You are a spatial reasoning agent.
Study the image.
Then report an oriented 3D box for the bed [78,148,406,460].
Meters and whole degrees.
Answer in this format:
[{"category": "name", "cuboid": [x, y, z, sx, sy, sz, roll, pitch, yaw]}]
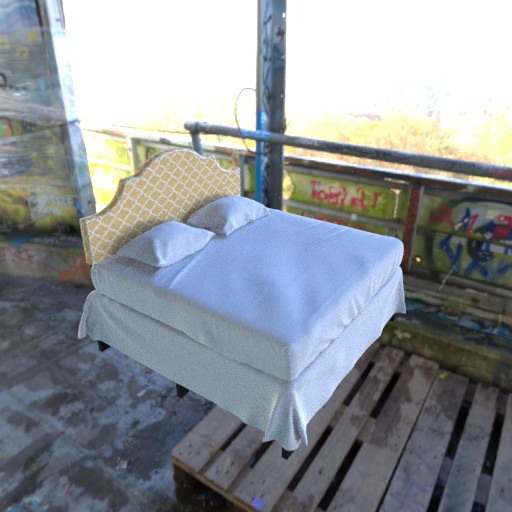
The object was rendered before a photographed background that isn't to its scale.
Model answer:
[{"category": "bed", "cuboid": [0.000, 0.000, 3.841, 2.222, 1.601, 2.314, 17, 31, 32]}]
